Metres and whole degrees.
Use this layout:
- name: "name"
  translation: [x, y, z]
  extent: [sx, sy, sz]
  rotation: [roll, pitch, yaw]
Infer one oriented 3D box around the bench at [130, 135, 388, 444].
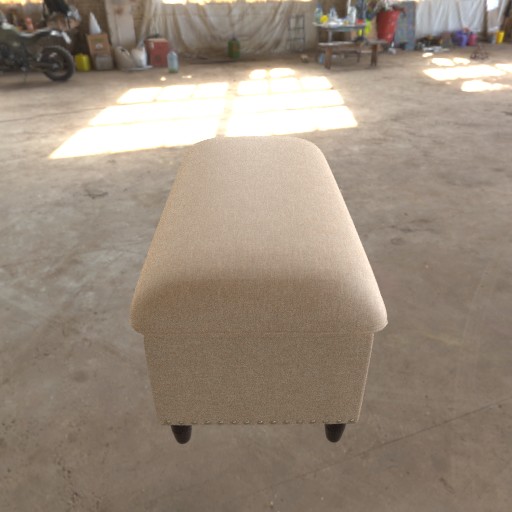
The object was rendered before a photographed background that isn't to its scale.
- name: "bench"
  translation: [0.000, 0.000, 1.278]
  extent: [0.483, 0.483, 0.991]
  rotation: [0, 32, -1]
